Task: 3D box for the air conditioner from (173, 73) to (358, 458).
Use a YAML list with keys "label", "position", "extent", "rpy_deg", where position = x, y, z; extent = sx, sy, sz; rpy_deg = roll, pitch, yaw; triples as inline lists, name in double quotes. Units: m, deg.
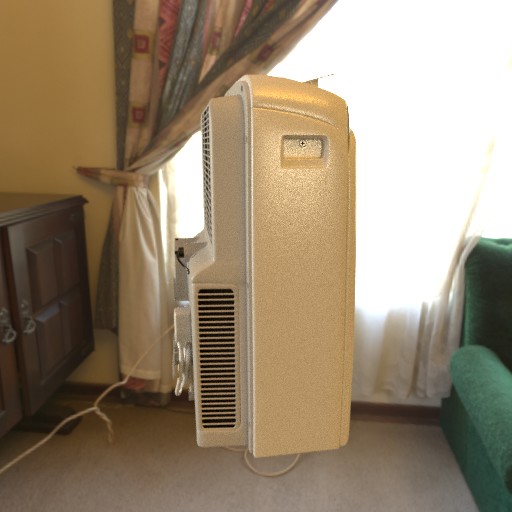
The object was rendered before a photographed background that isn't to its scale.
- label: "air conditioner"
  position: [0.000, 0.000, 1.056]
  extent: [0.414, 0.786, 0.449]
  rpy_deg: [-2, 14, -9]
